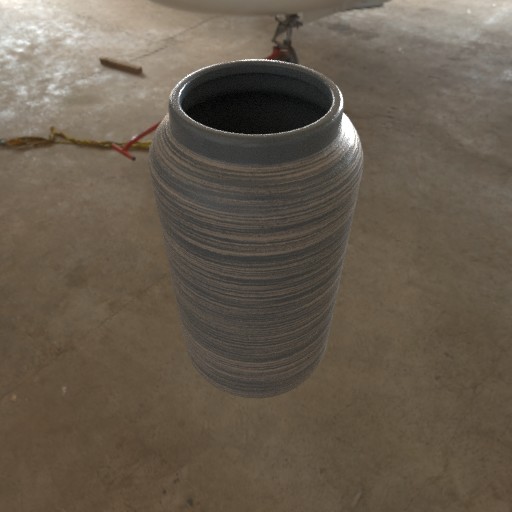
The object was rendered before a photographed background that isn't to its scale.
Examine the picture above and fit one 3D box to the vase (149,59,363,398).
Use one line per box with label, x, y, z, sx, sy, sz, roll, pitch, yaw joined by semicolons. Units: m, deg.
vase;0.000;0.000;0.301;0.116;0.230;0.116;0;46;0
